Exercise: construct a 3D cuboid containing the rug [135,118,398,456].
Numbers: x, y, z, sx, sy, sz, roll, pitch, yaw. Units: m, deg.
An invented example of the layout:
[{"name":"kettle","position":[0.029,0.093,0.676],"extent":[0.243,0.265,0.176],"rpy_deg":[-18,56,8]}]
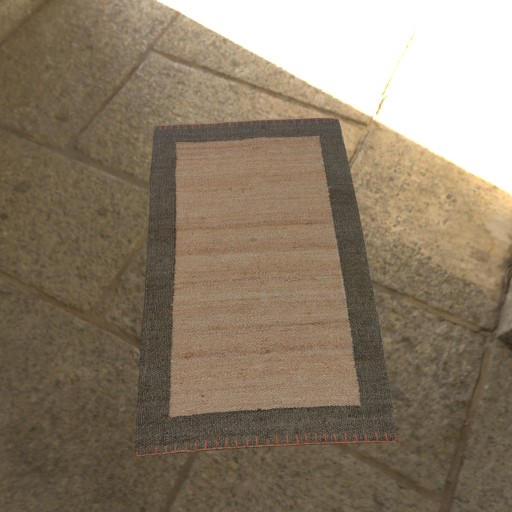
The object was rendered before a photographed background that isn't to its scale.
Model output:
[{"name":"rug","position":[0.000,0.000,3.034],"extent":[1.521,0.006,2.435],"rpy_deg":[-3,64,-1]}]
